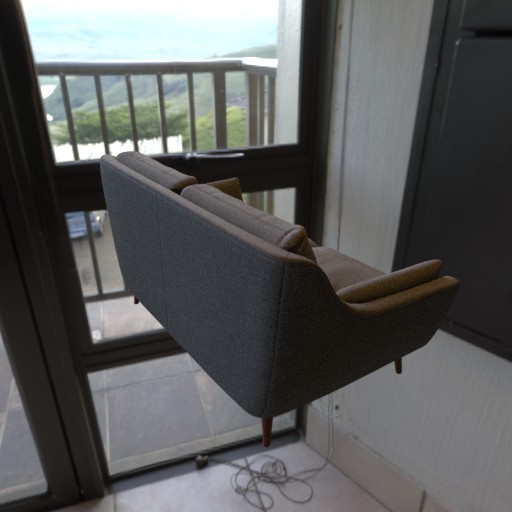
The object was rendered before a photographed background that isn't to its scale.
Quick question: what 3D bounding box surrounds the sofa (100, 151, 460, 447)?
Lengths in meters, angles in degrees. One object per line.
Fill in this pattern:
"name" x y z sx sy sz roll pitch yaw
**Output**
"sofa" 0.000 0.000 2.182 0.976 0.887 1.646 -18 31 -32
